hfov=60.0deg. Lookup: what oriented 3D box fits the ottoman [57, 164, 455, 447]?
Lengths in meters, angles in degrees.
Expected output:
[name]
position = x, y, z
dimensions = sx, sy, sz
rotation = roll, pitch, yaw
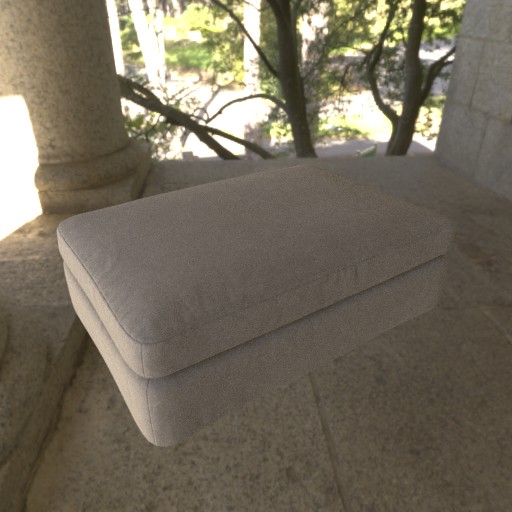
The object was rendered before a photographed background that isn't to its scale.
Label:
[ottoman]
position = 0.000, 0.000, 1.614
dimensions = 1.199, 0.429, 0.840
rotation = -18, 34, -29
